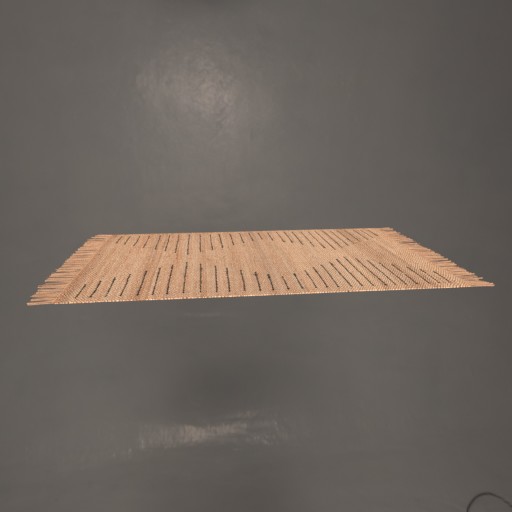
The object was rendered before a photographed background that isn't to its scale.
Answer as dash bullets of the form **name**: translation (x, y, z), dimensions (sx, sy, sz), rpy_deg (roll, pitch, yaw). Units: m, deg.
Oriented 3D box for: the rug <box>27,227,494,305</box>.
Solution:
- **rug**: translation (0.000, 0.000, 2.501), dimensions (2.085, 0.027, 1.224), rpy_deg (-2, 16, -6)
